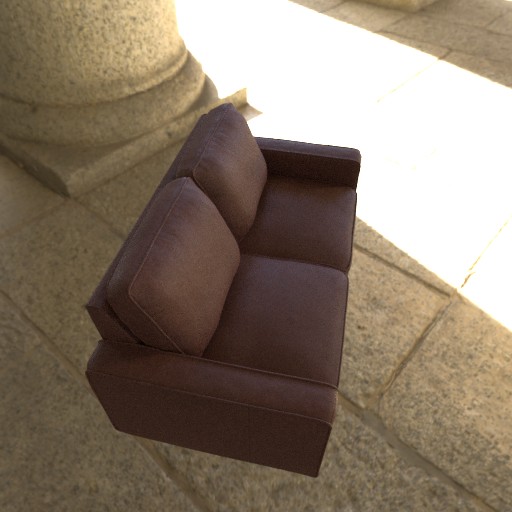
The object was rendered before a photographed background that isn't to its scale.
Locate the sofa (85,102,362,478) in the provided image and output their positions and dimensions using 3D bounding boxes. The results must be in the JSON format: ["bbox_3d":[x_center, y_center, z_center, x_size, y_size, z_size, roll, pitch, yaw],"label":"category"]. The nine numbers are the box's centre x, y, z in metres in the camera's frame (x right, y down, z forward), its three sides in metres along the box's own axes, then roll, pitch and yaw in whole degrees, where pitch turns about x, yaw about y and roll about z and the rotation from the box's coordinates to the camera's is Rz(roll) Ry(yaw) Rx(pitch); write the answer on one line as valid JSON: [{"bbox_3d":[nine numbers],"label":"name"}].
[{"bbox_3d":[0.000,0.000,2.216,0.947,0.918,1.709,9,47,9],"label":"sofa"}]
